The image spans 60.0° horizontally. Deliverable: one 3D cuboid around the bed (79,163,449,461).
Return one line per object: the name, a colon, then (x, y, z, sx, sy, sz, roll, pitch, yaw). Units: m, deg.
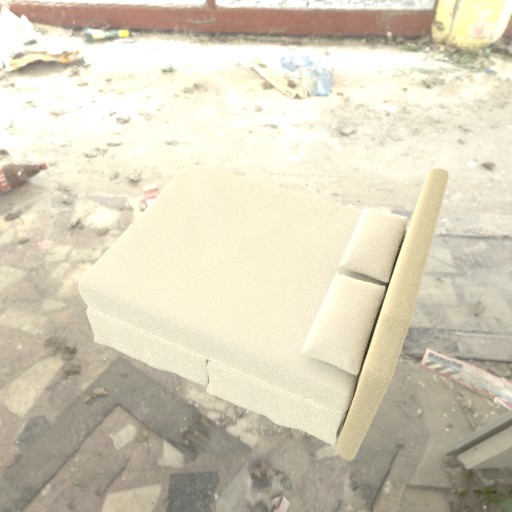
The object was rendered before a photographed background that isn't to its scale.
bed: (0.000, 0.000, 3.160, 2.116, 1.290, 1.693, 19, 50, 16)
